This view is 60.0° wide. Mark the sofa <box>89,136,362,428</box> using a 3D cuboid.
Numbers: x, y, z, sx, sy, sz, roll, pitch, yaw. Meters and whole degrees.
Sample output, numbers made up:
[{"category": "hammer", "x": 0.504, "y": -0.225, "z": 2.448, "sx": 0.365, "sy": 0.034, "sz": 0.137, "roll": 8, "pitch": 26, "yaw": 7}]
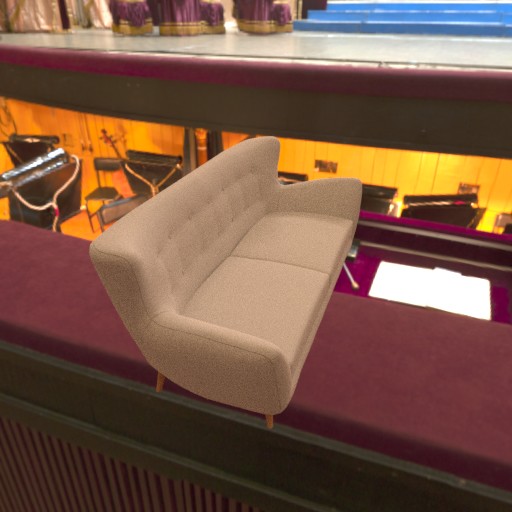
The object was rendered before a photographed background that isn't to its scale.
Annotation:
[{"category": "sofa", "x": 0.000, "y": 0.000, "z": 2.503, "sx": 0.899, "sy": 0.890, "sz": 1.930, "roll": 10, "pitch": 31, "yaw": 18}]
